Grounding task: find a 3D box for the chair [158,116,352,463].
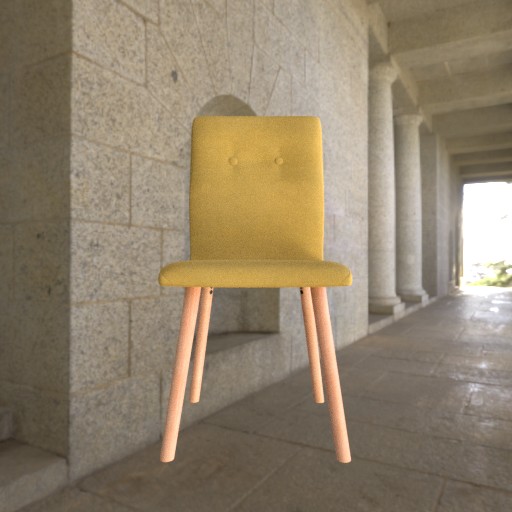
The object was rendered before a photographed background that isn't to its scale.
[{"bbox_3d":[0.000,0.000,1.269,0.450,0.965,0.550,0,-1,0],"label":"chair"}]
